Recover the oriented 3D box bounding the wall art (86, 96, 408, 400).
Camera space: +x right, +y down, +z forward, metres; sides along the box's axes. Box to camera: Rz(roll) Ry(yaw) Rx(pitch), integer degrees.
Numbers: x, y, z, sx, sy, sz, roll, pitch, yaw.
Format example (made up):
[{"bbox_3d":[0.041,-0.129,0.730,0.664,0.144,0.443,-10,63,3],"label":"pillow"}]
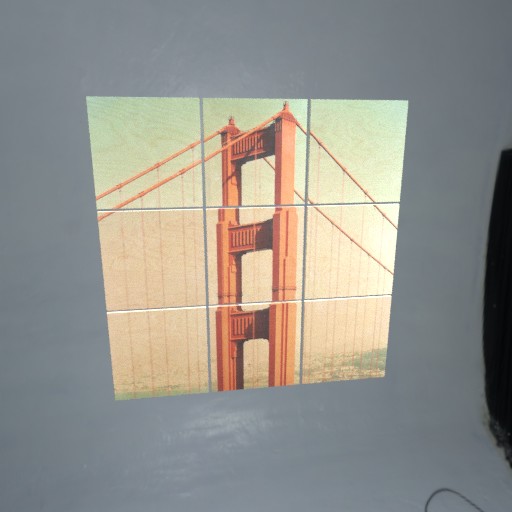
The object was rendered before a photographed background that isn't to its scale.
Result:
[{"bbox_3d":[0.000,0.000,1.820,1.214,1.219,0.013,-2,16,-9],"label":"wall art"}]
